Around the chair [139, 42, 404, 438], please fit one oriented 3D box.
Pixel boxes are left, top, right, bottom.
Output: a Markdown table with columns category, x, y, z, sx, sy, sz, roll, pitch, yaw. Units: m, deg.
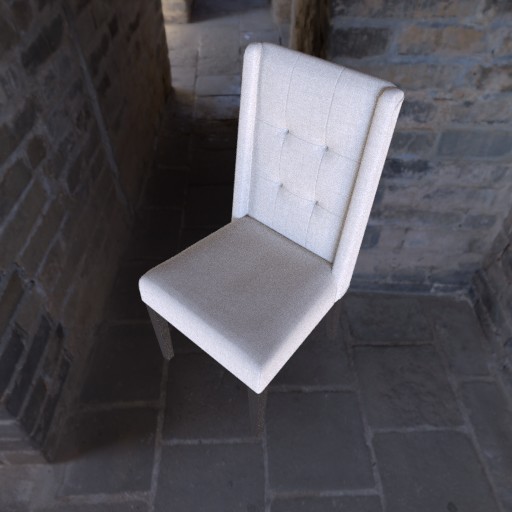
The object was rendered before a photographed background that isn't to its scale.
| category | x | y | z | sx | sy | sz | roll | pitch | yaw |
| --- | --- | --- | --- | --- | --- | --- | --- | --- | --- |
| chair | 0.000 | 0.000 | 1.273 | 0.474 | 0.961 | 0.523 | 32 | 54 | 27 |
